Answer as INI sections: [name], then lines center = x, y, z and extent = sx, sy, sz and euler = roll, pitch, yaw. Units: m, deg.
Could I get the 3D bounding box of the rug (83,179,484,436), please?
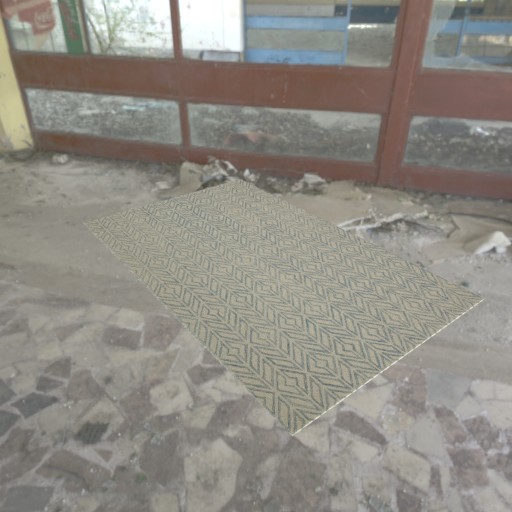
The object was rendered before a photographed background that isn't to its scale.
[rug]
center = 0.000, 0.000, 3.047
extent = 1.526, 0.008, 2.441
euler = -22, 37, -32
